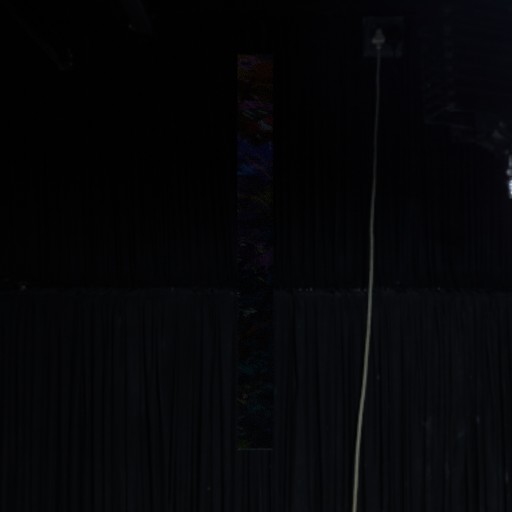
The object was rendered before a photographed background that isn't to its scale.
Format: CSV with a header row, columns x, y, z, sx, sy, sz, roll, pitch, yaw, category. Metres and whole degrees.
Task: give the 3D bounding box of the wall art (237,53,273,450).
x,y,z,sx,sy,sz,roll,pitch,yaw,category
0.000,0.000,0.758,0.037,0.406,0.610,0,-1,0,wall art
